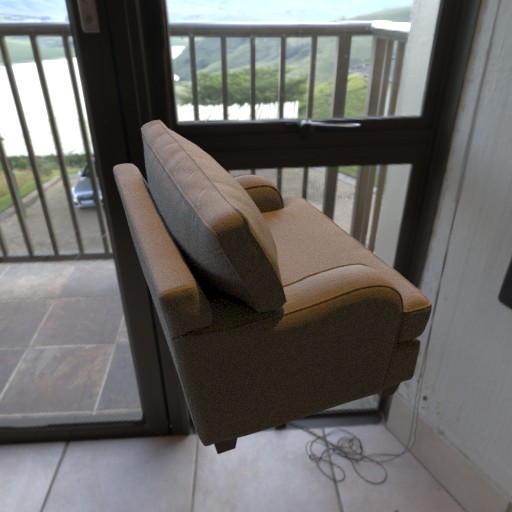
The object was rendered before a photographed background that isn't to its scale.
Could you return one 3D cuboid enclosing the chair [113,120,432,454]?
[{"bbox_3d":[0.000,0.000,2.001,1.041,1.016,1.220,-11,32,-19],"label":"chair"}]
